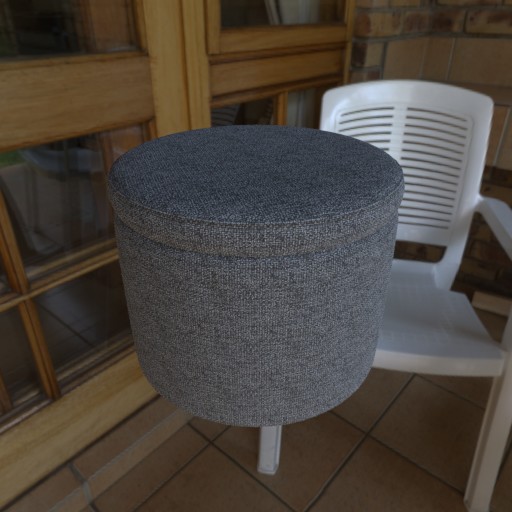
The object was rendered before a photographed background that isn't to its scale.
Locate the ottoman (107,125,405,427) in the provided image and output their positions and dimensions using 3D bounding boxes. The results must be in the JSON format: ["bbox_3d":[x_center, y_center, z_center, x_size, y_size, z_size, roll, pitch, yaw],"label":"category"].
[{"bbox_3d":[0.000,0.000,0.890,0.520,0.430,0.520,0,30,0],"label":"ottoman"}]
